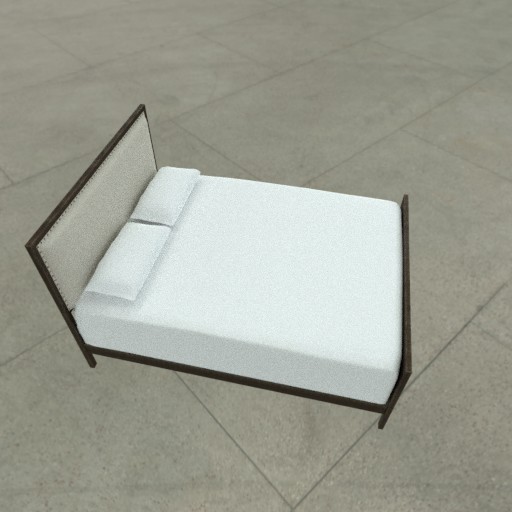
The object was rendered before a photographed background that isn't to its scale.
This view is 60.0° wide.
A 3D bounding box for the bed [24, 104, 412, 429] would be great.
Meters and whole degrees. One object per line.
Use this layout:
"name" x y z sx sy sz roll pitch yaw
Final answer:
"bed" 0.000 0.000 3.255 2.221 1.313 1.607 9 47 9
